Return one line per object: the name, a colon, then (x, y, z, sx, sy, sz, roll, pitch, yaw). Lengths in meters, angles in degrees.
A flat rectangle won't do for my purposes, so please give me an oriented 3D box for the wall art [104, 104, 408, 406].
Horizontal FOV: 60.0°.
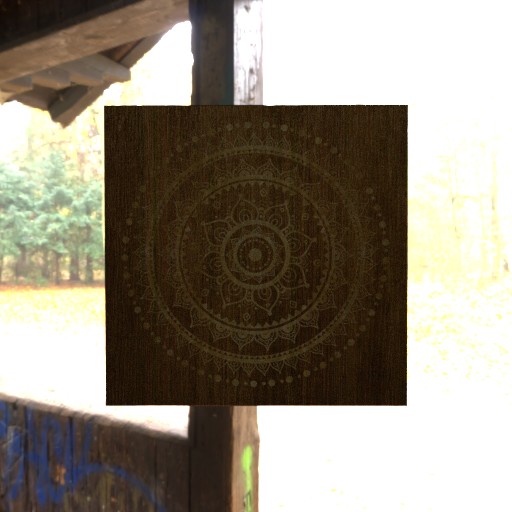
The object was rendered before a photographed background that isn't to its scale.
wall art: (0.000, 0.000, 0.609, 0.406, 0.403, 0.039, 0, 0, 0)
